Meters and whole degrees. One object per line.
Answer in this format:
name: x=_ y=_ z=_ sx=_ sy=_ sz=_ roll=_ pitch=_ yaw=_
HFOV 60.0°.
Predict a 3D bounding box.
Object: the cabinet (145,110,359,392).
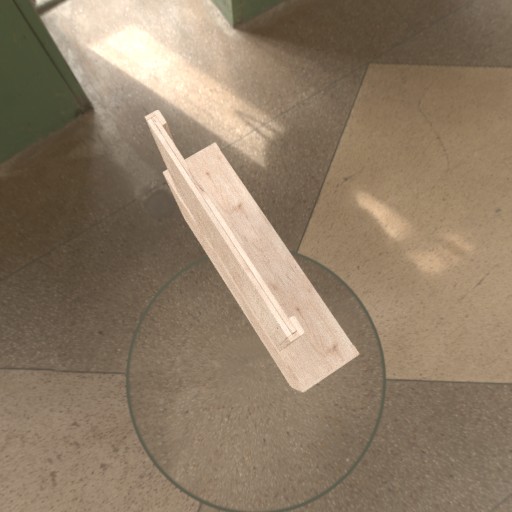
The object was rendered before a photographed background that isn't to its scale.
cabinet: x=0.000 y=0.000 z=2.797 sx=0.420 sy=1.981 sz=1.700 roll=-32 pitch=78 yaw=-8
